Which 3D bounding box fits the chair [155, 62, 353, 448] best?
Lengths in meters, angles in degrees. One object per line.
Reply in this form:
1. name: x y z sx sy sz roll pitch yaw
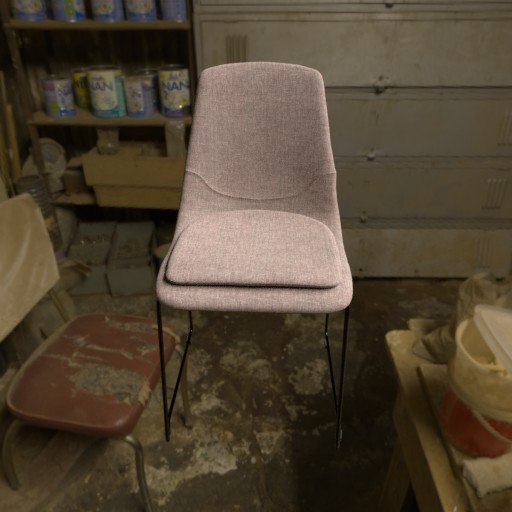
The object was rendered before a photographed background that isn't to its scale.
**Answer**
1. chair: 0.000 0.000 1.139 0.479 0.858 0.518 1 31 2
